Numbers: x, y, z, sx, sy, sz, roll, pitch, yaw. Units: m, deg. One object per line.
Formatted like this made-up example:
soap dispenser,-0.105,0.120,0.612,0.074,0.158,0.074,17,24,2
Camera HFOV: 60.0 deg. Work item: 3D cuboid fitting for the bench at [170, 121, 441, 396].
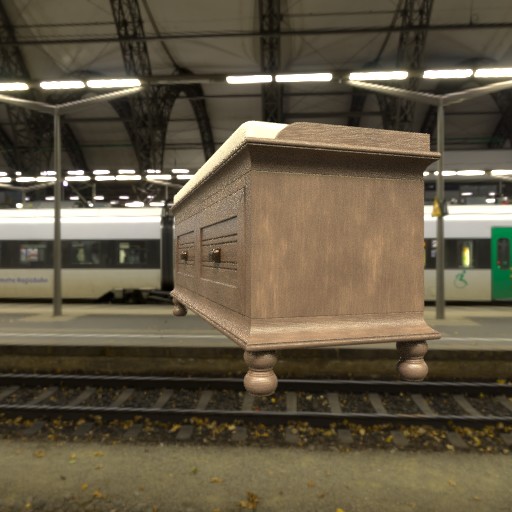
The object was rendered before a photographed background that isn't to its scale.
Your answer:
bench,0.000,0.000,1.384,0.402,0.501,1.185,0,0,-17
